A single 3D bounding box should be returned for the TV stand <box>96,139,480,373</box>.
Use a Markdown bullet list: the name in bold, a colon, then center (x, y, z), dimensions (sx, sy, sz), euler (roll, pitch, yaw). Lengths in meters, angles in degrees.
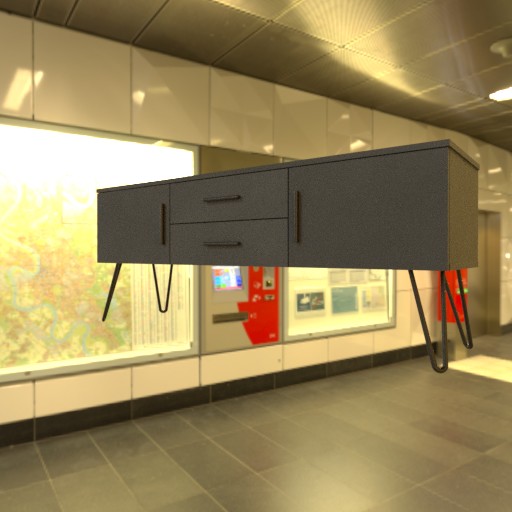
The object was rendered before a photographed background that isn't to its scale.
- **TV stand**: center (0.000, 0.000, 1.607), dimensions (1.400, 0.560, 0.400), euler (0, 1, 36)
